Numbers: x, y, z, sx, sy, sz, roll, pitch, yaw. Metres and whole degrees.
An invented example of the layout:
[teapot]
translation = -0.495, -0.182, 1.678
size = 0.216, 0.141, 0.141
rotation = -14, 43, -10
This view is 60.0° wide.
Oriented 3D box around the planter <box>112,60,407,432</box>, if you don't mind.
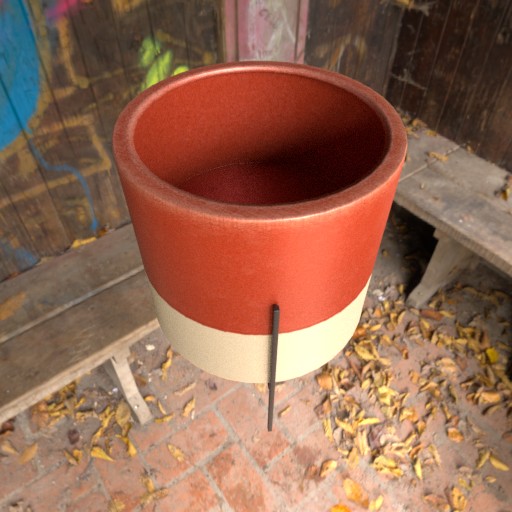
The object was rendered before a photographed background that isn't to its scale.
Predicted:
[planter]
translation = 0.000, 0.000, 0.692
size = 0.354, 0.465, 0.345
rotation = 18, 49, 16
